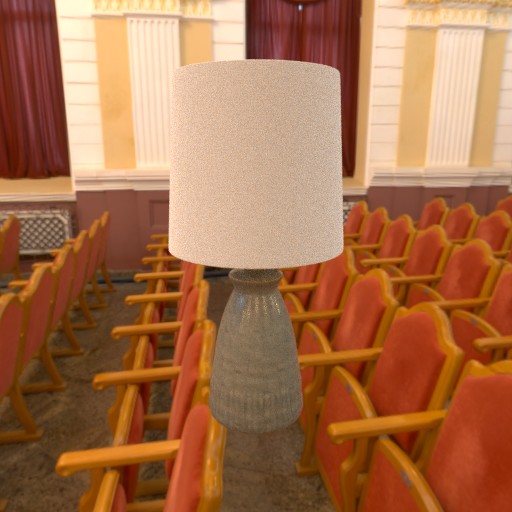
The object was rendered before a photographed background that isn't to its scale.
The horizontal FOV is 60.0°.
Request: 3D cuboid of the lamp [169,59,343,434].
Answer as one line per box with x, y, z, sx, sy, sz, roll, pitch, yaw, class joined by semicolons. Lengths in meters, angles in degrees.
0.000;0.000;0.484;0.186;0.369;0.186;0;14;0;lamp
